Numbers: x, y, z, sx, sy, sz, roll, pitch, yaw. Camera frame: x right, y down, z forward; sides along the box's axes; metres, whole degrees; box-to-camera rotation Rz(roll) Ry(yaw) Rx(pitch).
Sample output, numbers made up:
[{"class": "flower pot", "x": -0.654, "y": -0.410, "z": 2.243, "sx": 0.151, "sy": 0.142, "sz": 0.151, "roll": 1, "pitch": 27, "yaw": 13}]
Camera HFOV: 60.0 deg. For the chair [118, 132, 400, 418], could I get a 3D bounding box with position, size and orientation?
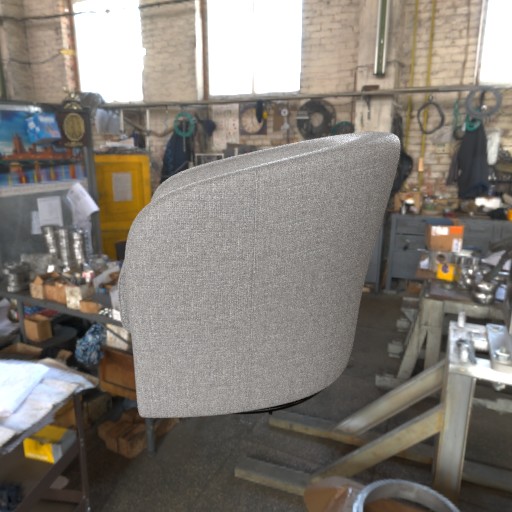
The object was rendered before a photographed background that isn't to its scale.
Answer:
[{"class": "chair", "x": 0.000, "y": 0.000, "z": 1.427, "sx": 0.815, "sy": 0.771, "sz": 0.791, "roll": -2, "pitch": 14, "yaw": -8}]
